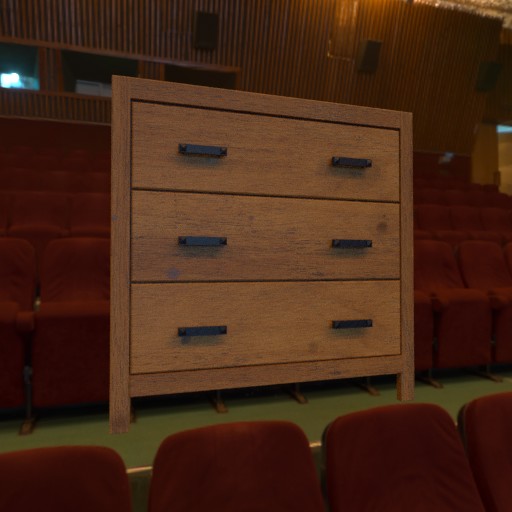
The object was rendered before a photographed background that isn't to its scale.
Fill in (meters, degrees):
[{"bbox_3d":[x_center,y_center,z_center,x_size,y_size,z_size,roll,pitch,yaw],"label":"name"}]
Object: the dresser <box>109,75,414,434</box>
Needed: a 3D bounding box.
[{"bbox_3d":[0.000,0.000,1.291,0.804,0.804,0.427,0,-1,-18],"label":"dresser"}]
